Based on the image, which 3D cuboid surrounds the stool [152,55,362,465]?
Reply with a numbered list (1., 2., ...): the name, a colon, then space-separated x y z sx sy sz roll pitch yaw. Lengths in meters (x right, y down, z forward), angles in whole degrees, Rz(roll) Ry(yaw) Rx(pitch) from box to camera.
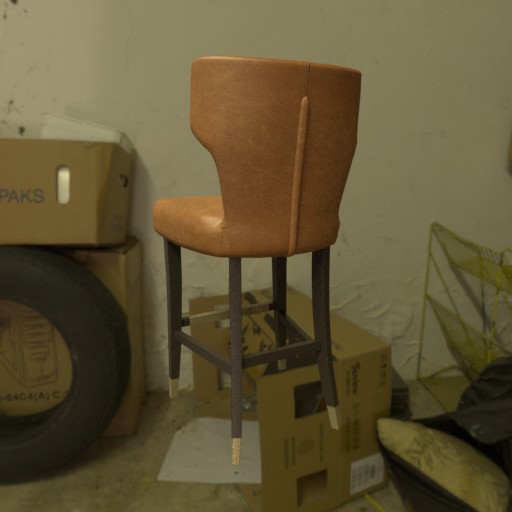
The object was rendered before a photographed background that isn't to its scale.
1. stool: 0.000 0.000 1.416 0.526 1.092 0.563 -7 15 -27
